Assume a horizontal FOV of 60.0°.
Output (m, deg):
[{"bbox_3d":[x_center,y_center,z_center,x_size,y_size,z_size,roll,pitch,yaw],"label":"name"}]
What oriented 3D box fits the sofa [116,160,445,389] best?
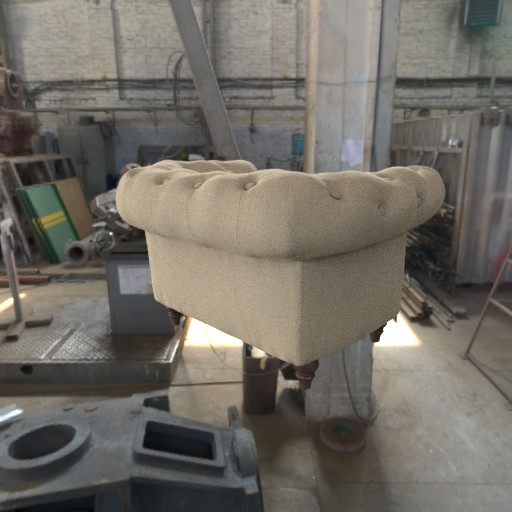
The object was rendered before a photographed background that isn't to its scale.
[{"bbox_3d":[0.000,0.000,2.130,1.034,0.878,1.405,-14,20,-43],"label":"sofa"}]
